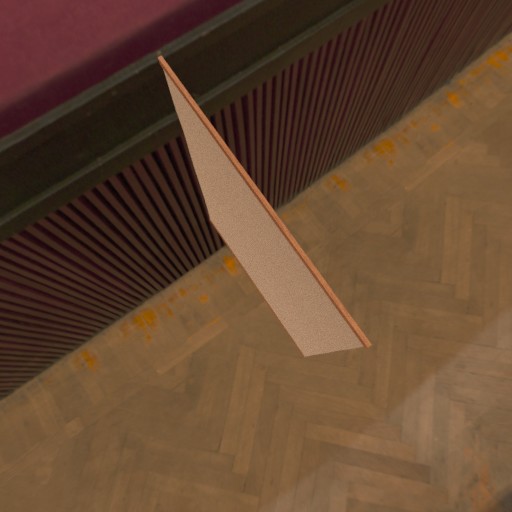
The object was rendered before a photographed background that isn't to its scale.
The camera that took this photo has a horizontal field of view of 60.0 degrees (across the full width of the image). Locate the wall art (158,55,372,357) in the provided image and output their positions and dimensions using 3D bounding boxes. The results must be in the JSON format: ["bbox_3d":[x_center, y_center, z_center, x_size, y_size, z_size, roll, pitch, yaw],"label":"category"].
[{"bbox_3d":[0.000,0.000,1.950,0.019,1.527,1.019,-33,79,-8],"label":"wall art"}]
